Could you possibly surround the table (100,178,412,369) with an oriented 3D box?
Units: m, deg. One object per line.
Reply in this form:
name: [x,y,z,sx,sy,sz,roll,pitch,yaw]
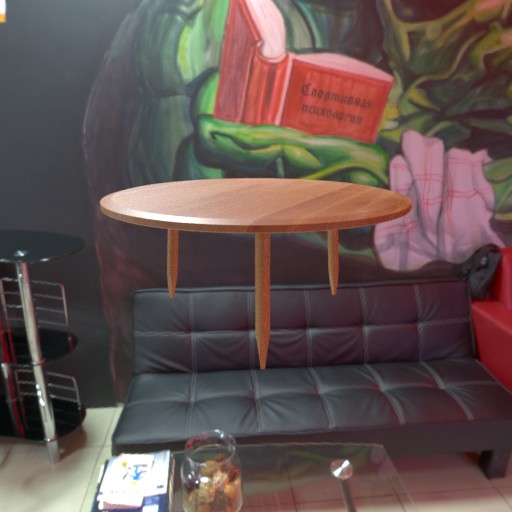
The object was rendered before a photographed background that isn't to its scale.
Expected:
table: [0.000,0.000,1.401,0.900,0.400,0.900,0,16,0]
